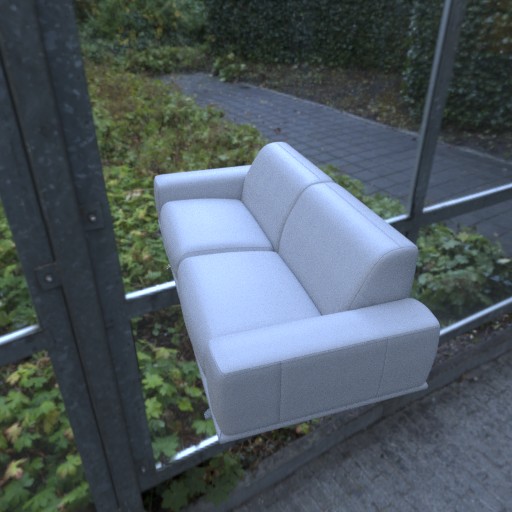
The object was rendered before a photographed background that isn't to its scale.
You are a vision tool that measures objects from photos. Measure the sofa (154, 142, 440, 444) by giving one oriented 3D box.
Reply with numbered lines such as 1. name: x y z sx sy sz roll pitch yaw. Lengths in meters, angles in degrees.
1. sofa: 0.000 0.000 2.377 0.900 0.772 1.901 -9 32 -15
